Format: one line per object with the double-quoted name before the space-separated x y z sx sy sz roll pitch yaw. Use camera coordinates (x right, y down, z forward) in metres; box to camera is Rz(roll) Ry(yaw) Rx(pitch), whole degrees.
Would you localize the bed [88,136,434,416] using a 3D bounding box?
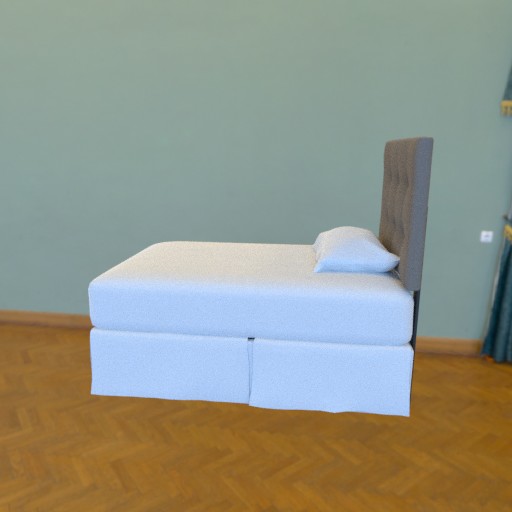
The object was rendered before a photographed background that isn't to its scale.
"bed" 0.000 0.000 3.078 1.997 1.571 1.261 2 14 8
